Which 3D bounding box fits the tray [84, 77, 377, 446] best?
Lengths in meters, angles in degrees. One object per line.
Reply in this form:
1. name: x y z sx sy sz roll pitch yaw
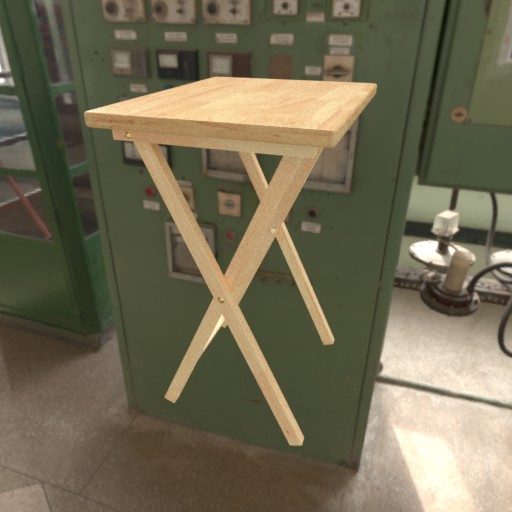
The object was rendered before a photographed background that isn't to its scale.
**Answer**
1. tray: 0.000 0.000 0.957 0.381 0.660 0.483 9 30 17
